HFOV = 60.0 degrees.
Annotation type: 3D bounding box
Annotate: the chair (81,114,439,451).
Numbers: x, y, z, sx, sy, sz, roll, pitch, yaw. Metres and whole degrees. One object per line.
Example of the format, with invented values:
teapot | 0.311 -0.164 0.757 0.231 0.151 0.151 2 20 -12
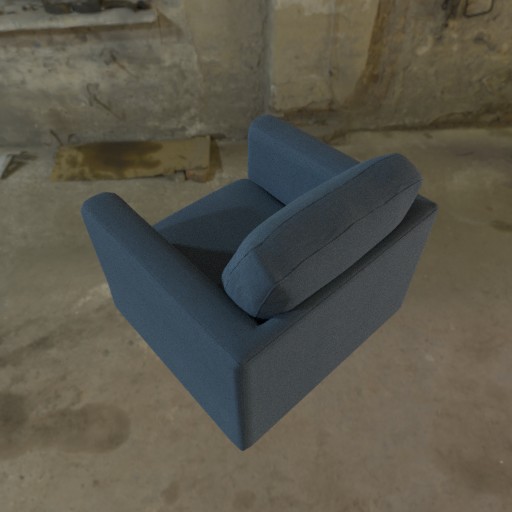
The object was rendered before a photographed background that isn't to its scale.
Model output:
chair | 0.000 0.000 1.570 0.855 0.922 0.820 -34 56 -27
